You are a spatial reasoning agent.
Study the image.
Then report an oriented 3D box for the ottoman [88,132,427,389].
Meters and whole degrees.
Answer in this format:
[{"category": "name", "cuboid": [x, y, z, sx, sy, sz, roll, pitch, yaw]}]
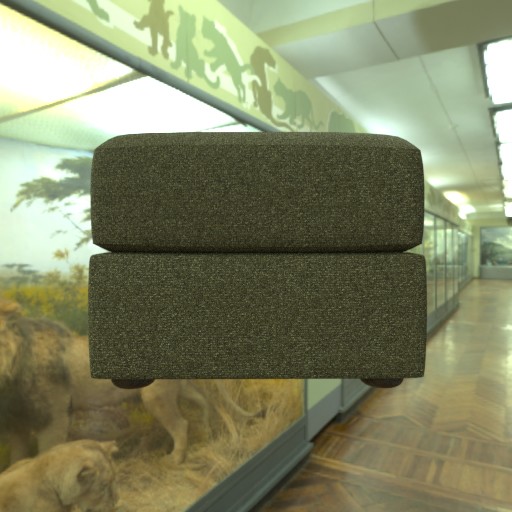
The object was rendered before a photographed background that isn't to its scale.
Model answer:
[{"category": "ottoman", "cuboid": [0.000, 0.000, 1.109, 0.598, 0.476, 0.742, 0, 1, -1]}]
